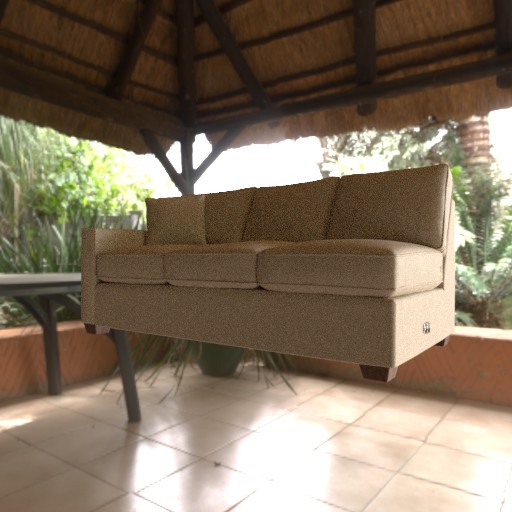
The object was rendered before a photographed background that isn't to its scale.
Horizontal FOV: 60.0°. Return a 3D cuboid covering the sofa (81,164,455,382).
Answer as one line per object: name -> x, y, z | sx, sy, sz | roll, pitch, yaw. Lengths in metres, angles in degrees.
sofa -> 0.000, 0.000, 2.540 | 1.962, 0.946, 1.034 | 0, 0, 36
